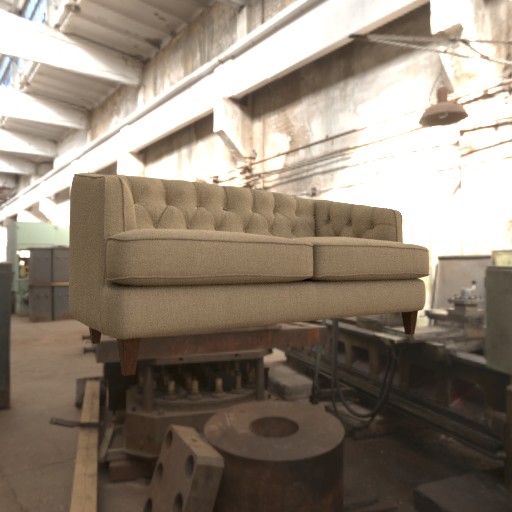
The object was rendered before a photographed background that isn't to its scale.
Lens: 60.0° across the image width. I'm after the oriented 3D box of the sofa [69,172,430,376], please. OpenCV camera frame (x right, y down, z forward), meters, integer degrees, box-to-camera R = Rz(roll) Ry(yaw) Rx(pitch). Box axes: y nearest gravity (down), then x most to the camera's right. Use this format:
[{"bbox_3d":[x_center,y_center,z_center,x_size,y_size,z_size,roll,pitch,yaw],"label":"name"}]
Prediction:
[{"bbox_3d":[0.000,0.000,2.291,1.733,0.855,0.941,1,-2,-35],"label":"sofa"}]
